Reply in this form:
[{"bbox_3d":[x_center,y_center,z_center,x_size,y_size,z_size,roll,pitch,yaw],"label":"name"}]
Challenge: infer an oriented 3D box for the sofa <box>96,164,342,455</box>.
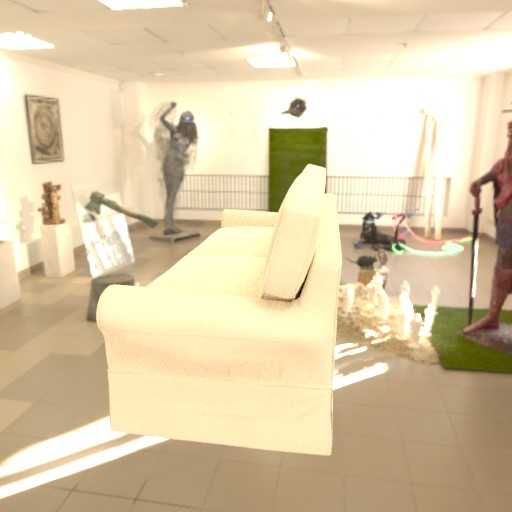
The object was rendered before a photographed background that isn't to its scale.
[{"bbox_3d":[0.000,0.000,2.435,0.862,0.937,2.021,2,15,9],"label":"sofa"}]
